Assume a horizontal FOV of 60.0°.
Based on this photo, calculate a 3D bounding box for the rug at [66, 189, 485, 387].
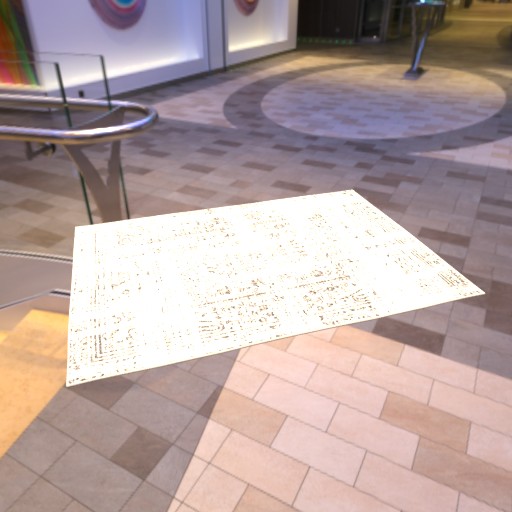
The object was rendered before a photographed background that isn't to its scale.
[{"bbox_3d":[0.000,0.000,3.094,2.438,0.026,1.706,-10,33,-15],"label":"rug"}]
